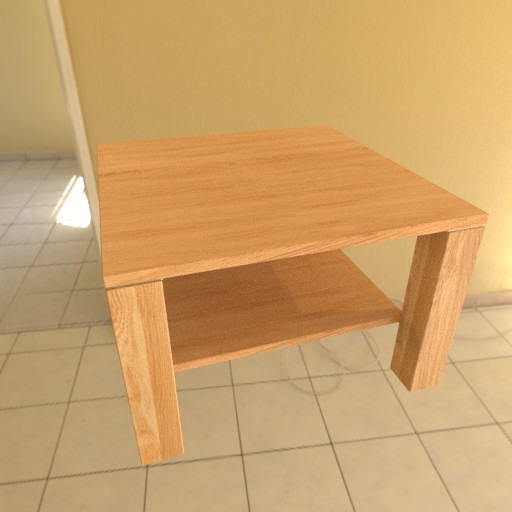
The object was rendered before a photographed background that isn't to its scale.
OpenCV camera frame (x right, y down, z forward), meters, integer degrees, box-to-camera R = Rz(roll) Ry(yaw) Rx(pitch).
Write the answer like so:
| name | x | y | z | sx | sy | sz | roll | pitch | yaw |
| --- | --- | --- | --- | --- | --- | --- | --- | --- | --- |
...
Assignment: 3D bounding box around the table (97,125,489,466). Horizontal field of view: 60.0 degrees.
| name | x | y | z | sx | sy | sz | roll | pitch | yaw |
| --- | --- | --- | --- | --- | --- | --- | --- | --- | --- |
| table | 0.000 | 0.000 | 1.143 | 0.700 | 0.450 | 0.700 | -9 | 32 | -15 |
